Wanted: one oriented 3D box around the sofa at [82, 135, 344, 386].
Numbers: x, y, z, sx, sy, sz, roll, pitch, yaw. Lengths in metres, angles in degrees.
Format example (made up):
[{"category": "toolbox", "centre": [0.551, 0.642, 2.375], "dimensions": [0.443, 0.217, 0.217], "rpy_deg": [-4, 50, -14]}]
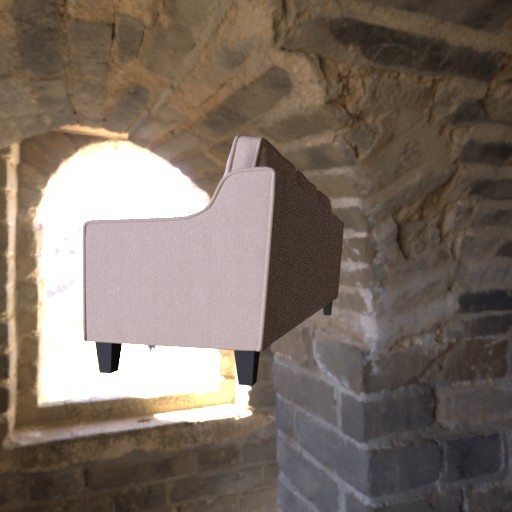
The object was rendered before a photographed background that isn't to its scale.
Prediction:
[{"category": "sofa", "centre": [0.000, 0.000, 2.573], "dimensions": [0.791, 0.902, 2.131], "rpy_deg": [0, 0, 17]}]
